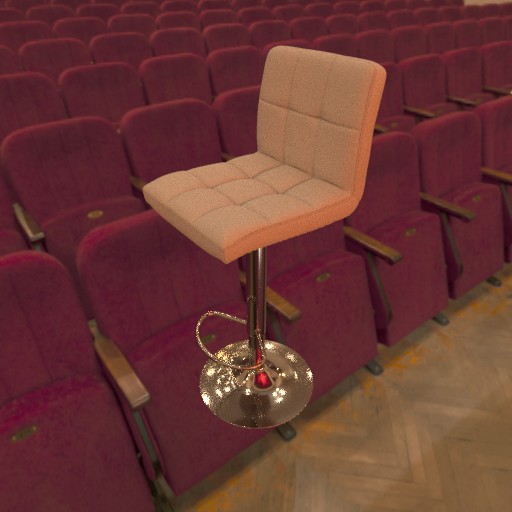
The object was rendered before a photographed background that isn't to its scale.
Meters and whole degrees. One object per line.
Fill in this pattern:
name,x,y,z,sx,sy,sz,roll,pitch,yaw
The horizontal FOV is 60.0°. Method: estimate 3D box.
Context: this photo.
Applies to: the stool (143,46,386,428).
stool,0.000,0.000,1.364,0.505,1.115,0.430,-23,39,-31
